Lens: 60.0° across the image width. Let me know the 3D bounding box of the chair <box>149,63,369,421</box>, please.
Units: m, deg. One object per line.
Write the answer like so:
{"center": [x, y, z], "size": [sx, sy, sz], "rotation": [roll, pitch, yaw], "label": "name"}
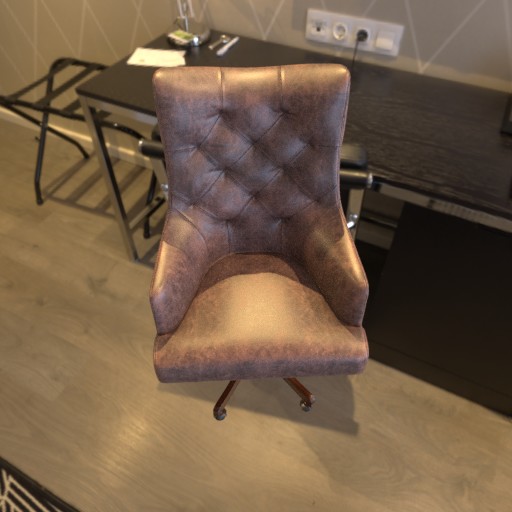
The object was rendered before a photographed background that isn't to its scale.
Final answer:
{"center": [0.000, 0.000, 1.482], "size": [0.641, 1.035, 0.762], "rotation": [-2, 47, -2], "label": "chair"}
